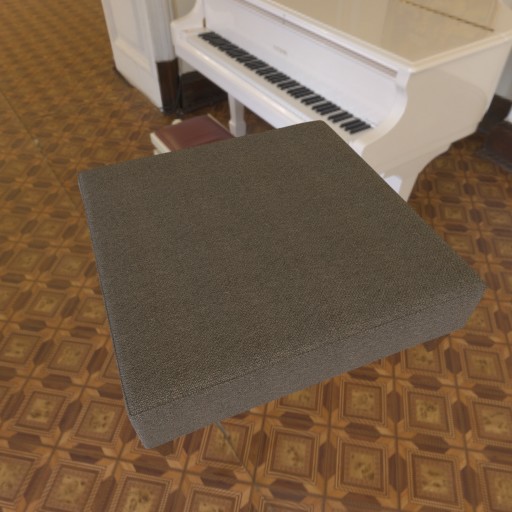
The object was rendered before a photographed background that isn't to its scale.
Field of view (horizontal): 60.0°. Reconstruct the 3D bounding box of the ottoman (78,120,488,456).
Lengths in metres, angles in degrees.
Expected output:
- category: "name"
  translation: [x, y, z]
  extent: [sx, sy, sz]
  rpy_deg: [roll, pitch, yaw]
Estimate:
- category: "ottoman"
  translation: [0.000, 0.000, 1.479]
  extent: [0.981, 0.378, 0.970]
  rpy_deg: [-16, 48, -15]
